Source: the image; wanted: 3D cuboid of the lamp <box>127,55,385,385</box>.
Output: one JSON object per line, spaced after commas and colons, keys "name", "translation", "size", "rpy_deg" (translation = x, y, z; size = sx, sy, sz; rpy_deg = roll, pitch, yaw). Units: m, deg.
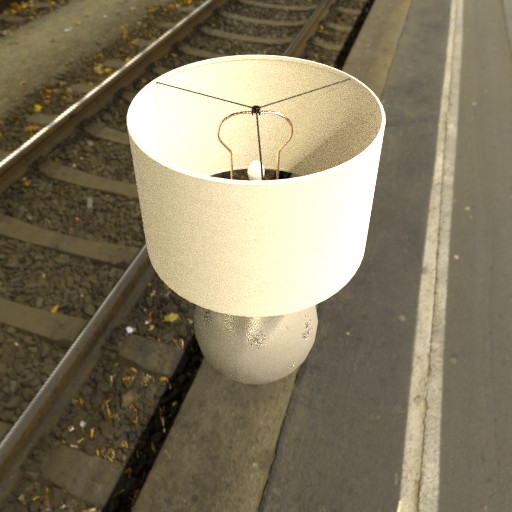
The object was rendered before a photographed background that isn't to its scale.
{"name": "lamp", "translation": [0.000, 0.000, 0.722], "size": [0.330, 0.521, 0.330], "rpy_deg": [0, 46, 0]}
